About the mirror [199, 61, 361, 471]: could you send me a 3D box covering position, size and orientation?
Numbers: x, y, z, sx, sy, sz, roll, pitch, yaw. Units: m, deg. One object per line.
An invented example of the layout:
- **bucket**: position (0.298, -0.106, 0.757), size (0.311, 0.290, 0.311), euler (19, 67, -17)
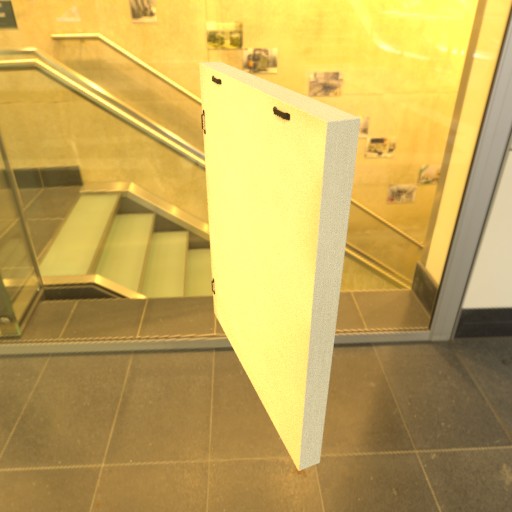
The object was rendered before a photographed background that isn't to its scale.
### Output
- **mirror**: position (0.000, 0.000, 0.689), size (0.041, 0.509, 0.406), euler (-12, 33, -19)
